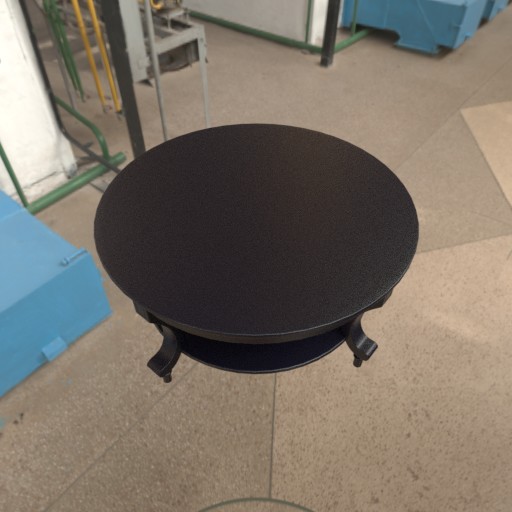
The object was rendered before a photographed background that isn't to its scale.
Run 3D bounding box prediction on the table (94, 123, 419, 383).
[{"bbox_3d":[0.000,0.000,1.611,1.029,0.491,1.029,0,46,0],"label":"table"}]
